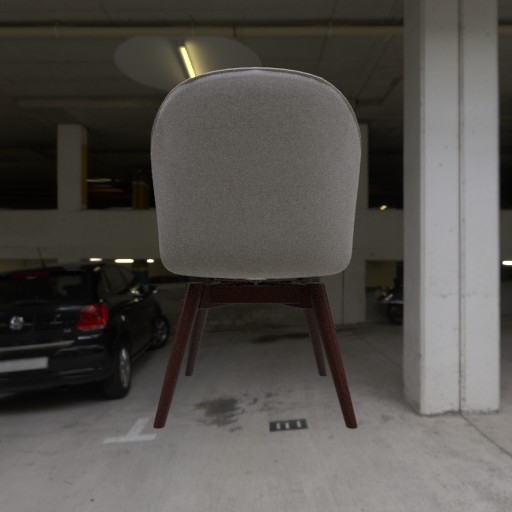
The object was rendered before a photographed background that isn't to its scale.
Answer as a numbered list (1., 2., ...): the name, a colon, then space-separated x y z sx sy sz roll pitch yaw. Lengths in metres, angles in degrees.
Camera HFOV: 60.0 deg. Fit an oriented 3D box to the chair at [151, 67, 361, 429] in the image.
1. chair: 0.000 0.000 1.274 0.596 0.823 0.635 0 0 0
